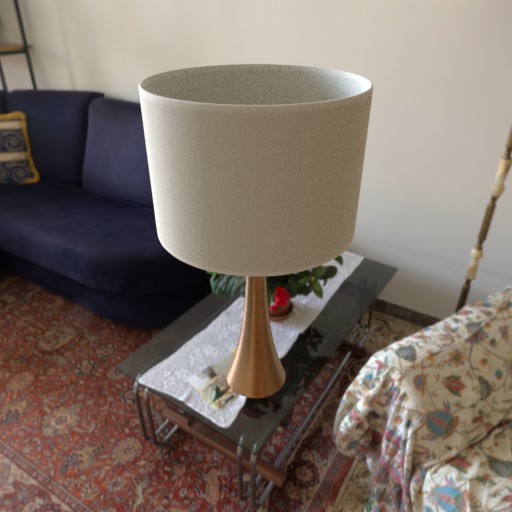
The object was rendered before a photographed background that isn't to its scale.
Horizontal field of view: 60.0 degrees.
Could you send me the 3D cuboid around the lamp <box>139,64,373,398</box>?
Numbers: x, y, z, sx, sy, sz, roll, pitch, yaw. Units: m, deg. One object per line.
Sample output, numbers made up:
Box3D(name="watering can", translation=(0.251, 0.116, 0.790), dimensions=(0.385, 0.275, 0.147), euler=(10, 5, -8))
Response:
Box3D(name="lamp", translation=(0.000, 0.000, 0.641), dimensions=(0.268, 0.479, 0.268), euler=(-2, 31, -3))
